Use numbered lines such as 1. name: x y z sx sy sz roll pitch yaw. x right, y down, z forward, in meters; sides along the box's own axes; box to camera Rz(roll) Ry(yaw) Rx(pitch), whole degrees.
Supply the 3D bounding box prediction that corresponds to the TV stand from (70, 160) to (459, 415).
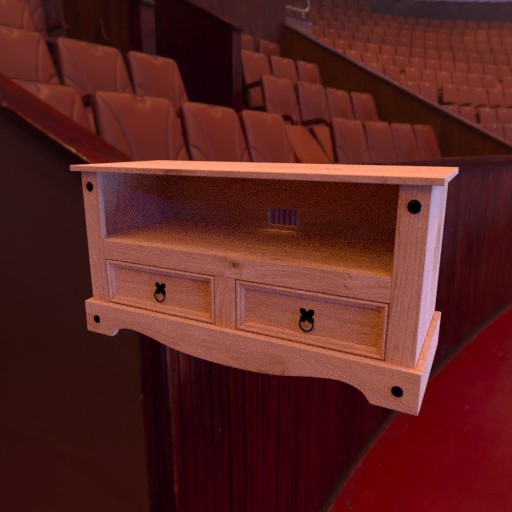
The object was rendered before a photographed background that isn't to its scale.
1. TV stand: 0.000 0.000 1.385 1.080 0.550 0.440 7 16 26
